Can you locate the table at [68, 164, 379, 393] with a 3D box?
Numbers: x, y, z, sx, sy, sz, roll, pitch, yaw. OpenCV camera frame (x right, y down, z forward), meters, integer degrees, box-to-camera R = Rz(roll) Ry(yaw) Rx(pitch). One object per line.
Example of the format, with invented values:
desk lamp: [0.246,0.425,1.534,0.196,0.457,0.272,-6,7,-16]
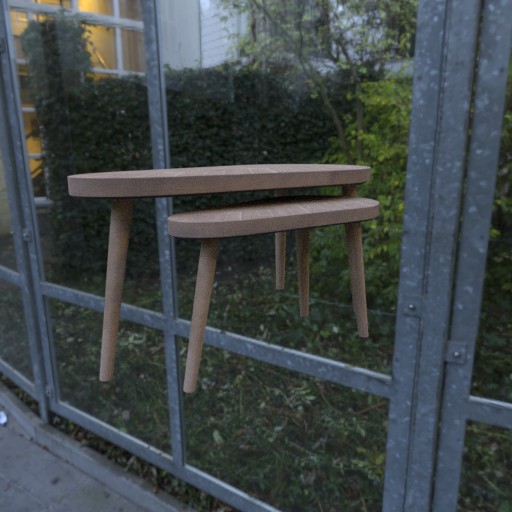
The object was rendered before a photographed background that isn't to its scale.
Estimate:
table: [0.000,0.000,1.562,1.190,0.595,0.701,-13,19,-43]
